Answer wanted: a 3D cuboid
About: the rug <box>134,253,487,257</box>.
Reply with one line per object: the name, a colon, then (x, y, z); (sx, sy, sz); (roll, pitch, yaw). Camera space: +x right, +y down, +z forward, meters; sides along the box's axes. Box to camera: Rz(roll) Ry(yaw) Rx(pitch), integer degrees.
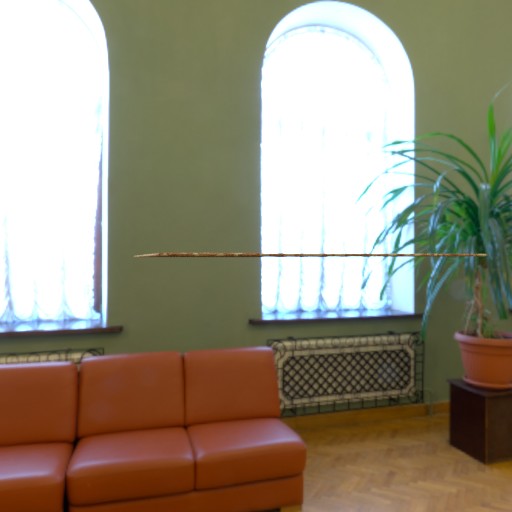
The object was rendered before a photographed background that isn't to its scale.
rug: (0.000, 0.000, 3.012); (1.517, 0.011, 2.435); (0, 0, -17)
